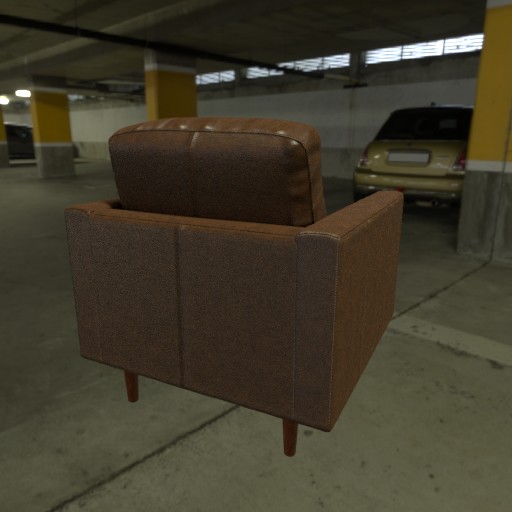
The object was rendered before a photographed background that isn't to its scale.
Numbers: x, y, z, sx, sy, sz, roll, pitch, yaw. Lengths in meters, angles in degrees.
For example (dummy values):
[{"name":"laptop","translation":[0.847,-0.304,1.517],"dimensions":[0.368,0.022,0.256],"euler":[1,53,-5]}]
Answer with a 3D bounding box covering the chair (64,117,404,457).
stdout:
[{"name":"chair","translation":[0.000,0.000,1.630],"dimensions":[0.890,0.956,0.909],"euler":[8,17,26]}]
